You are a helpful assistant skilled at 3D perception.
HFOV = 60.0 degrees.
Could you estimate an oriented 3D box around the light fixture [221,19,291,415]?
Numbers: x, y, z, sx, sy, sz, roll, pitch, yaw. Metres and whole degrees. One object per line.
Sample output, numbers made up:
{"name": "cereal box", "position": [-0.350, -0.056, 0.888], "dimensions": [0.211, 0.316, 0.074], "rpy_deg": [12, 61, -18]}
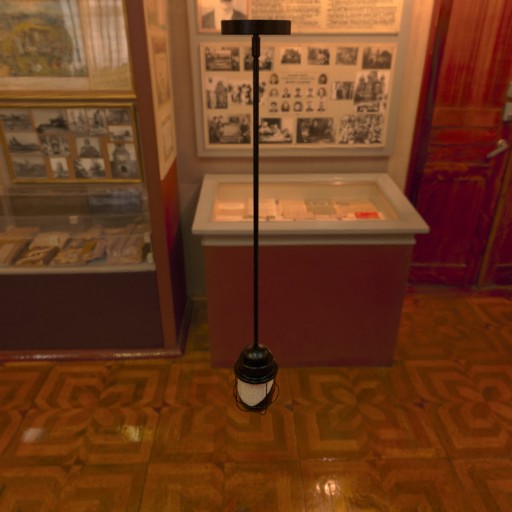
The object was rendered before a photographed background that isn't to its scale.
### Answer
{"name": "light fixture", "position": [0.000, 0.000, 0.981], "dimensions": [0.123, 0.920, 0.123], "rpy_deg": [0, 26, 1]}
